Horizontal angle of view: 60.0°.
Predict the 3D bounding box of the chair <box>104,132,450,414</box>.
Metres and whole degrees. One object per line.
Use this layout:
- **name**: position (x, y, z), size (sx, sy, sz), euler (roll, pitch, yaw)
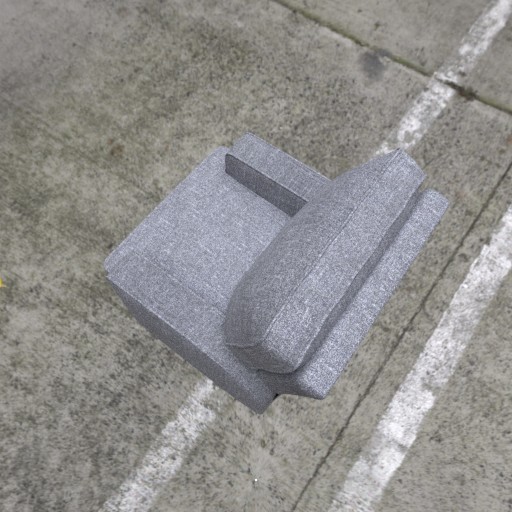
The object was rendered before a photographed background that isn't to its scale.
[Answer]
- **chair**: position (0.000, 0.000, 1.682), size (0.964, 0.962, 0.861), euler (33, 68, 16)
